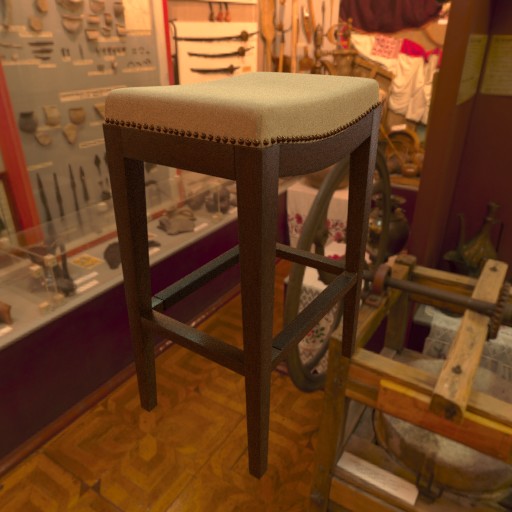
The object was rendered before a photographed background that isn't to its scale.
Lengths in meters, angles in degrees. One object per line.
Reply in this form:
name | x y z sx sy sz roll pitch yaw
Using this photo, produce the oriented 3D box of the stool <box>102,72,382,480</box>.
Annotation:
stool | 0.000 0.000 1.034 0.358 0.759 0.498 17 32 30
